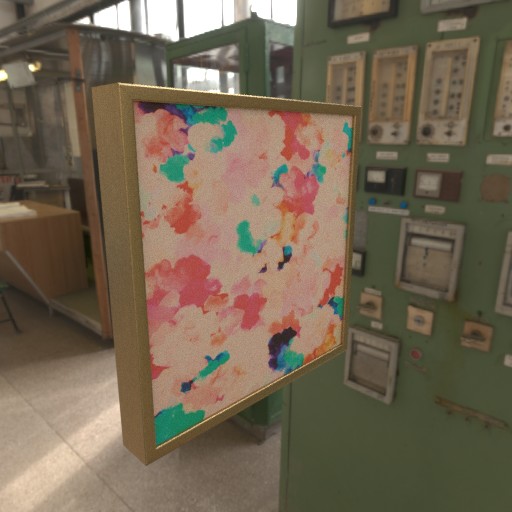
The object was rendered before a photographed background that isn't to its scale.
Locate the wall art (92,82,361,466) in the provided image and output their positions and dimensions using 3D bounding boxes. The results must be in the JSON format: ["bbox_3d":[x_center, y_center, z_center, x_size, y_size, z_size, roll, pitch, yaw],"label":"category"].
[{"bbox_3d":[0.000,0.000,0.454,0.038,0.305,0.304,14,20,43],"label":"wall art"}]
